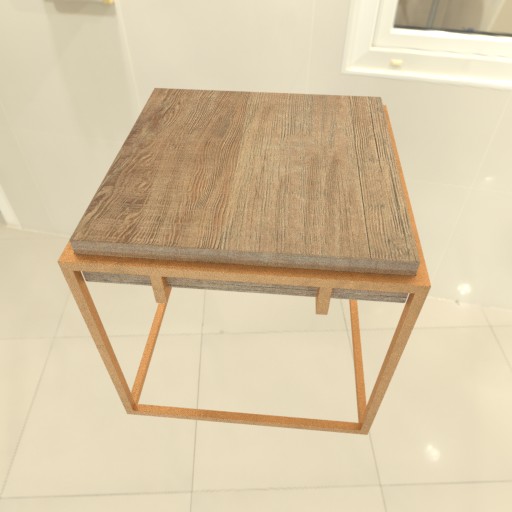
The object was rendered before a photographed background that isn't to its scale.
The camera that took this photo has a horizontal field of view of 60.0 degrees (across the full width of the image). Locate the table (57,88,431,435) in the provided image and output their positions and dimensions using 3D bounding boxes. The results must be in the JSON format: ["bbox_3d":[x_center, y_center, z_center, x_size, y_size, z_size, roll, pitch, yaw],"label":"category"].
[{"bbox_3d":[0.000,0.000,1.102,0.599,0.584,0.599,4,45,4],"label":"table"}]
